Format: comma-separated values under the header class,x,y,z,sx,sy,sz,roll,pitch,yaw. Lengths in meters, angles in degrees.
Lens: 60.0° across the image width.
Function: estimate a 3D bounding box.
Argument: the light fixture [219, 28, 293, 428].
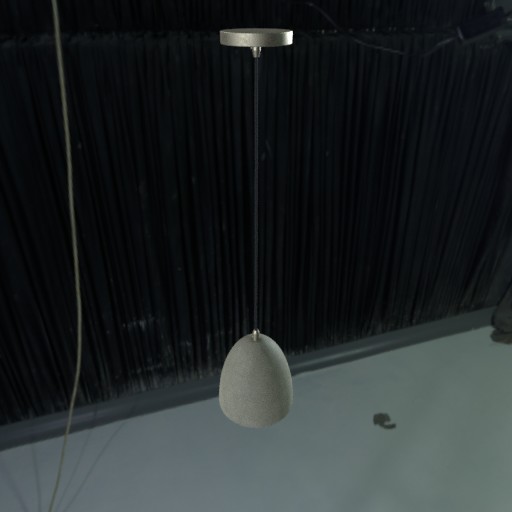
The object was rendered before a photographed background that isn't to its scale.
class,x,y,z,sx,sy,sz,roll,pitch,yaw
light fixture,0.000,0.000,0.836,0.170,0.759,0.170,-11,32,-19
